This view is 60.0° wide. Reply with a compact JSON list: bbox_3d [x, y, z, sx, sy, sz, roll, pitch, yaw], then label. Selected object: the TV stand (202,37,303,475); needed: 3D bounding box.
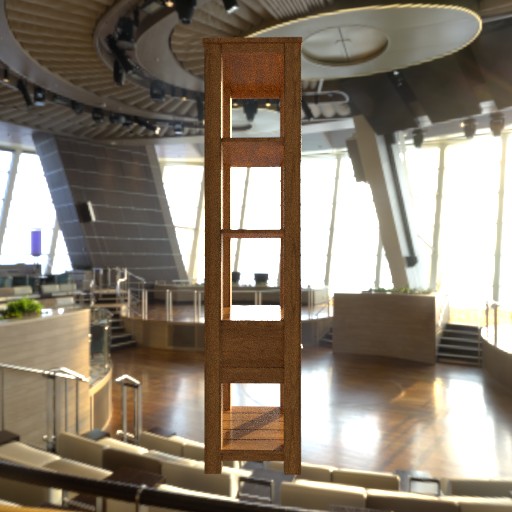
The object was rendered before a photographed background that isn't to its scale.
[{"bbox_3d":[0.000,0.000,2.129,0.435,1.828,0.565,0,0,1],"label":"TV stand"}]
